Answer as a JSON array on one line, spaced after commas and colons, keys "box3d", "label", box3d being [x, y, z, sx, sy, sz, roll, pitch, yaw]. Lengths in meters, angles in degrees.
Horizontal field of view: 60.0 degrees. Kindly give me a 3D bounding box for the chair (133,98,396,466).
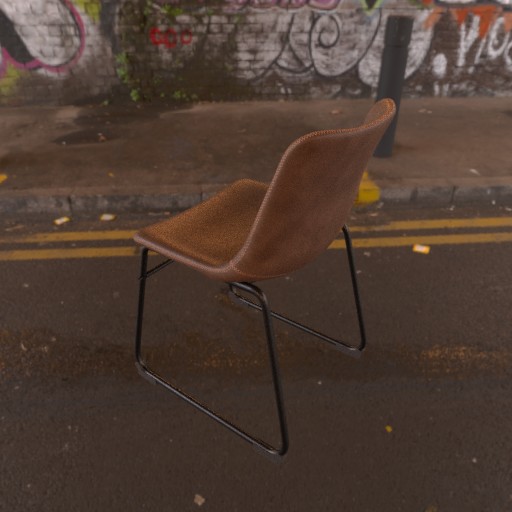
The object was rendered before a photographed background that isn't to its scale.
[{"box3d": [0.000, 0.000, 1.127, 0.551, 0.780, 0.460, 21, 38, 30], "label": "chair"}]
